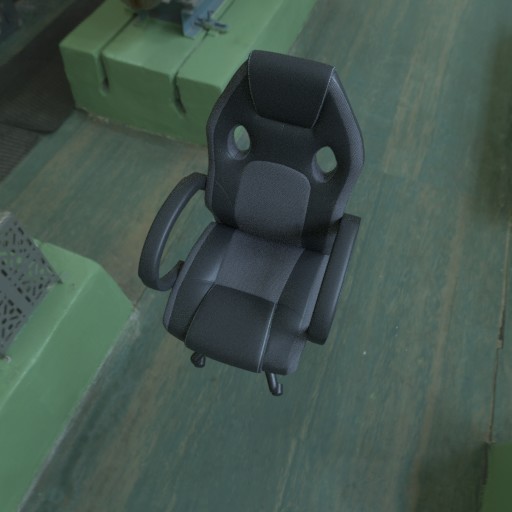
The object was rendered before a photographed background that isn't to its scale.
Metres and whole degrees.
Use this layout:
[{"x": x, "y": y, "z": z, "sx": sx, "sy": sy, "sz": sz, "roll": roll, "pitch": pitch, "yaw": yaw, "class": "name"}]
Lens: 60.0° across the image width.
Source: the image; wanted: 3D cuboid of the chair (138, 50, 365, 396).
[{"x": 0.000, "y": 0.000, "z": 1.623, "sx": 0.673, "sy": 1.187, "sz": 0.724, "roll": 17, "pitch": 59, "yaw": 11, "class": "chair"}]
